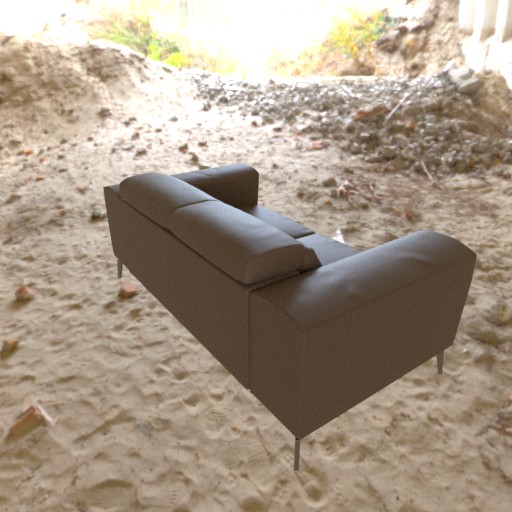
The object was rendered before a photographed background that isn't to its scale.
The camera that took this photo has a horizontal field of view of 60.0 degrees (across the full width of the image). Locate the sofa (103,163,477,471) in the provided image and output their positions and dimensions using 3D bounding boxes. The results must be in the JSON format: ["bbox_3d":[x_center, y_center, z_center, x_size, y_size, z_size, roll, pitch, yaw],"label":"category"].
[{"bbox_3d":[0.000,0.000,2.398,1.003,0.779,1.895,-17,31,-32],"label":"sofa"}]
